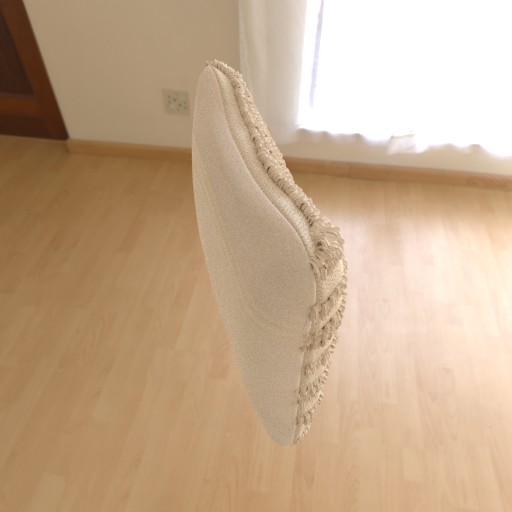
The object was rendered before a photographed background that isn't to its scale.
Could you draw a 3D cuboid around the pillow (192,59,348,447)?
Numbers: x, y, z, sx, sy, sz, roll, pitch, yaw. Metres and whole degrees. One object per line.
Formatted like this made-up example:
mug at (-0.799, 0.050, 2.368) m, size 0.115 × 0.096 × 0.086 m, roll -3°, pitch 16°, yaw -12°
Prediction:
pillow at (0.000, 0.000, 0.661) m, size 0.145 × 0.427 × 0.437 m, roll -12°, pitch 48°, yaw -11°
